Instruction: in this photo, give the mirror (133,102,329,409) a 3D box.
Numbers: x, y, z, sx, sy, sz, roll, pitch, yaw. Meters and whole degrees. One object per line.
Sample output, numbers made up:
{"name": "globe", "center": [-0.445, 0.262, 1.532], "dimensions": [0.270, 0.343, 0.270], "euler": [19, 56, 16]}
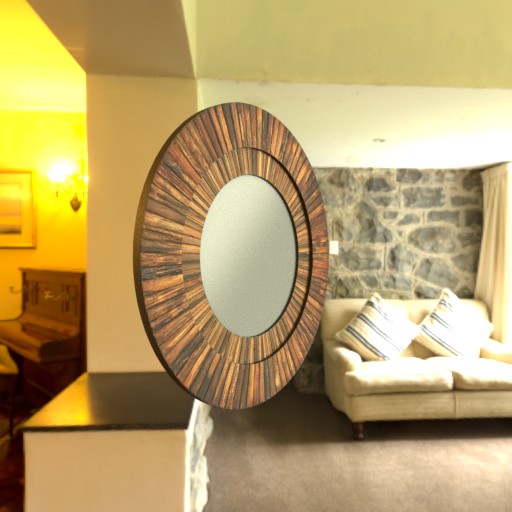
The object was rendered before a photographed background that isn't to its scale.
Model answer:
{"name": "mirror", "center": [0.000, 0.000, 1.623], "dimensions": [0.036, 1.077, 1.077], "euler": [0, 0, 37]}
